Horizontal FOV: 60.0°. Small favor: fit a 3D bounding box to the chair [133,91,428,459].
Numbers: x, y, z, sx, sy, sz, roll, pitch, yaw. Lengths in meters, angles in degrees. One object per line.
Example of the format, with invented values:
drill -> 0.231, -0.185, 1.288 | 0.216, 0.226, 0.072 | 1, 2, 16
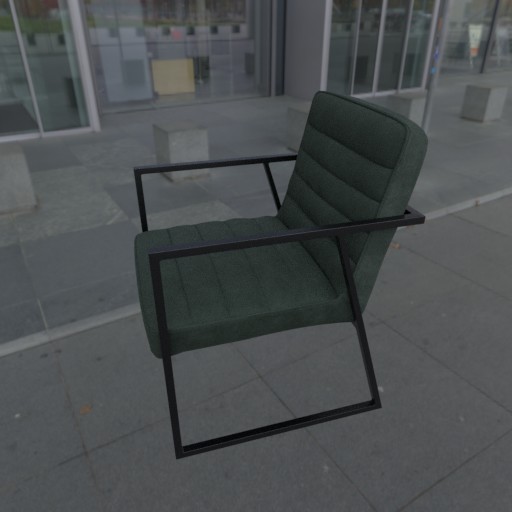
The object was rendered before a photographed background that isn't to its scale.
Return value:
chair -> 0.000, 0.000, 1.282 | 0.677, 0.833, 0.571 | -8, 30, -14
